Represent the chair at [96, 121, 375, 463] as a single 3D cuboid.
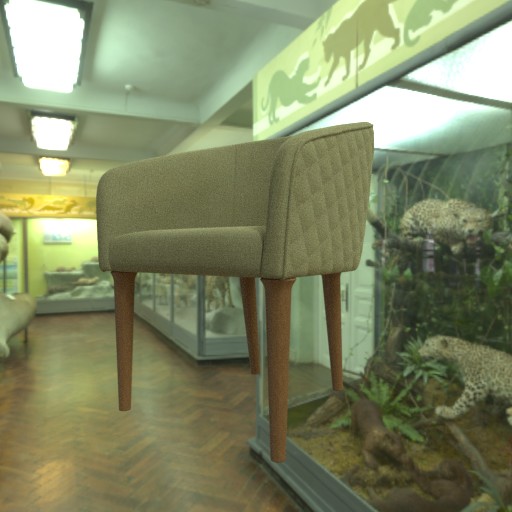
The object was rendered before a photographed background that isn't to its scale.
[{"bbox_3d":[0.000,0.000,1.196,0.584,0.775,0.616,1,1,36],"label":"chair"}]
